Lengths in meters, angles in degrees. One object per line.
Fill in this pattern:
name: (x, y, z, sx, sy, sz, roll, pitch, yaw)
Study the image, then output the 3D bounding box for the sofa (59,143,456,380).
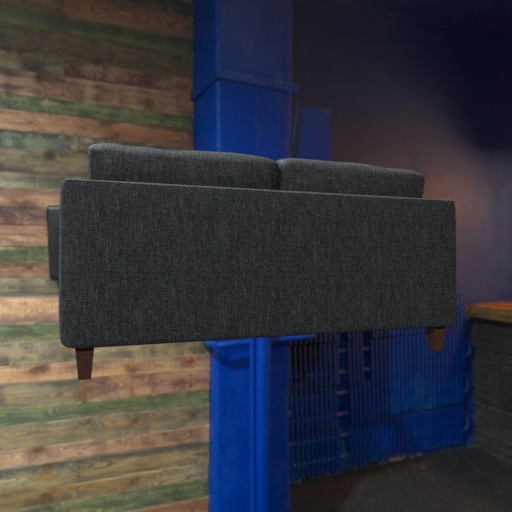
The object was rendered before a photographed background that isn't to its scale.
sofa: (0.000, 0.000, 2.389, 1.884, 0.963, 0.950, 0, -1, -19)
